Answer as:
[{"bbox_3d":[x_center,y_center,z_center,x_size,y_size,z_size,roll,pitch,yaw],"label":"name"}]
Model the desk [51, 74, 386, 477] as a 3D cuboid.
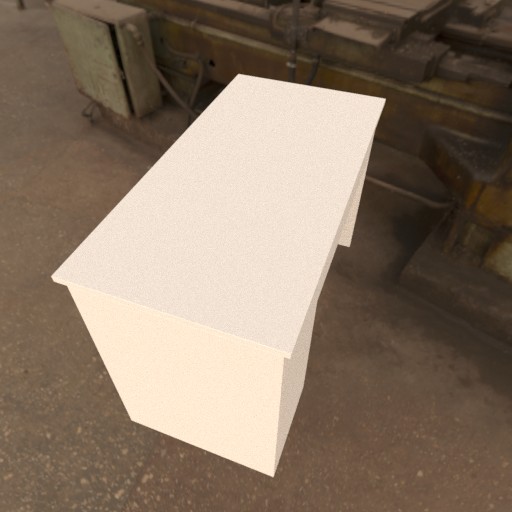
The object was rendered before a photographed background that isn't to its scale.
[{"bbox_3d":[0.000,0.000,1.538,0.560,0.735,1.097,15,48,14],"label":"desk"}]
